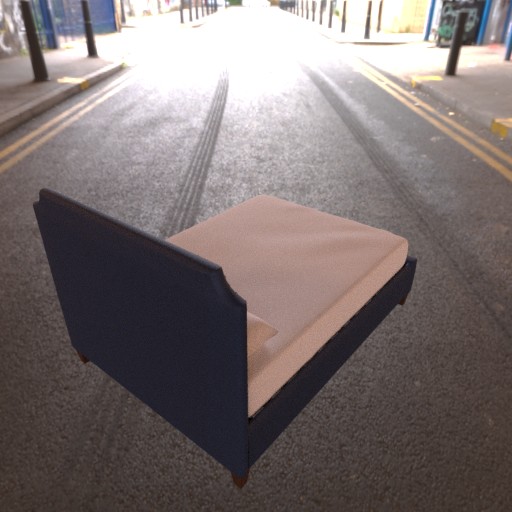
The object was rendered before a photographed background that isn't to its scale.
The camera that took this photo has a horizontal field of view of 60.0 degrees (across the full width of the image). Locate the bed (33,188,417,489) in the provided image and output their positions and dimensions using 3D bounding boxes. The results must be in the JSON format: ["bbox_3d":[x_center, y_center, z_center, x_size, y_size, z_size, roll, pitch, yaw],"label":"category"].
[{"bbox_3d":[0.000,0.000,3.350,1.712,1.443,2.372,23,37,33],"label":"bed"}]
